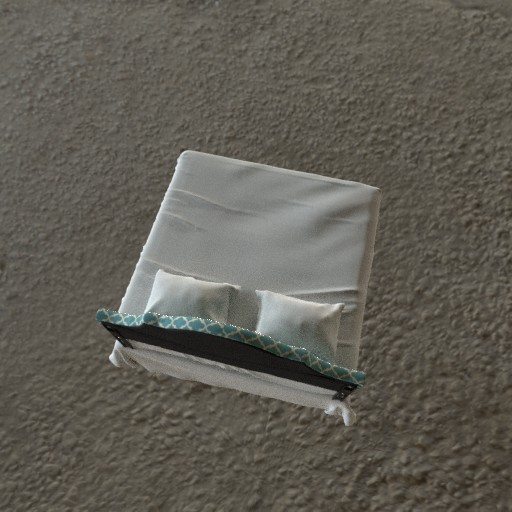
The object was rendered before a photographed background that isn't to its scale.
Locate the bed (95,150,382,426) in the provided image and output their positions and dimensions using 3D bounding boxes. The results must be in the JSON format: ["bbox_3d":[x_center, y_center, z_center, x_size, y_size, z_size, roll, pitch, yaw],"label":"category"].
[{"bbox_3d":[0.000,0.000,3.905,2.314,1.601,2.222,12,64,6],"label":"bed"}]
